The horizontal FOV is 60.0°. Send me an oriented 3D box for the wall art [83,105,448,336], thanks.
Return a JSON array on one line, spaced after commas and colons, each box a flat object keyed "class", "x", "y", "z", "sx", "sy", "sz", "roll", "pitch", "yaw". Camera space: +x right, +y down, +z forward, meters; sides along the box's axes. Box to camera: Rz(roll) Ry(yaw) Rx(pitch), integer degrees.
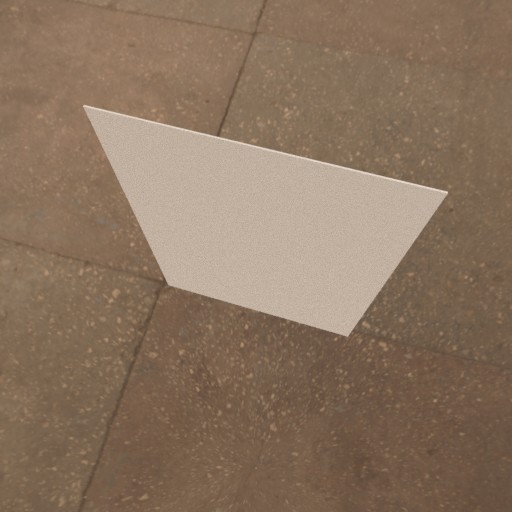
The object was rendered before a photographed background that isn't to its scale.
[{"class": "wall art", "x": 0.000, "y": 0.000, "z": 0.809, "sx": 0.457, "sy": 0.610, "sz": 0.003, "roll": 15, "pitch": 65, "yaw": 7}]
